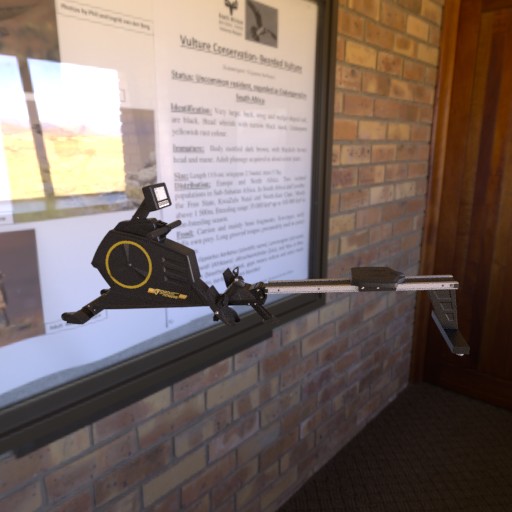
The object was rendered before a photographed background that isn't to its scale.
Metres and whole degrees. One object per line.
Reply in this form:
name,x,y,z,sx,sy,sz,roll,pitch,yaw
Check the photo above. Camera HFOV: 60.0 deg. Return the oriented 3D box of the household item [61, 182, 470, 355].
household item,0.000,0.000,2.558,2.251,0.810,0.521,2,14,10
